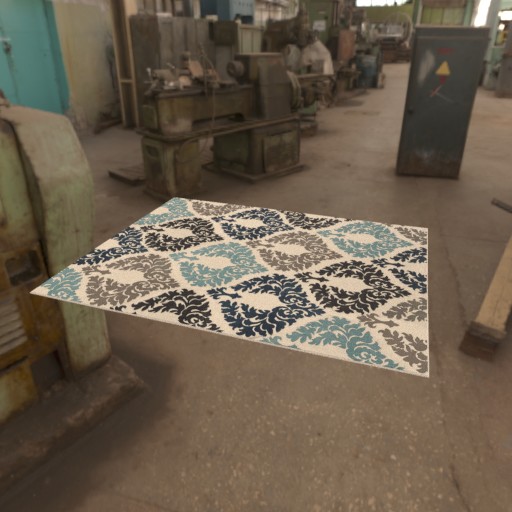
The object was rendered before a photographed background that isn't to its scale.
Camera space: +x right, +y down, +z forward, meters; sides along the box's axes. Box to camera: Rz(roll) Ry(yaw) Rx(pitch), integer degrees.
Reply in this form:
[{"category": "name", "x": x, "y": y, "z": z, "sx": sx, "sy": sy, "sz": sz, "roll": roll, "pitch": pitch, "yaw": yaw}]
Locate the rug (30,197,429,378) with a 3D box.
[{"category": "rug", "x": 0.000, "y": 0.000, "z": 4.140, "sx": 3.040, "sy": 0.014, "sz": 2.423, "roll": 9, "pitch": 28, "yaw": 17}]
